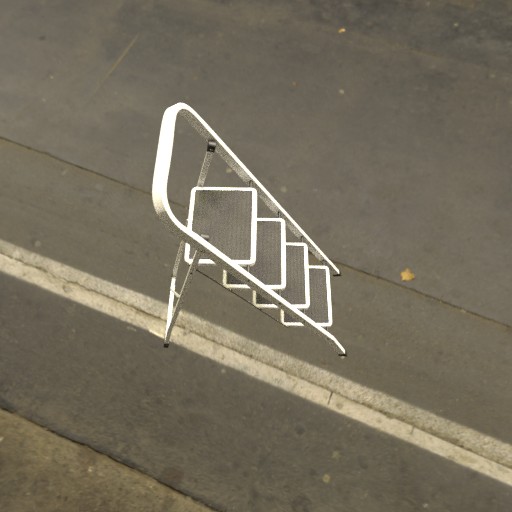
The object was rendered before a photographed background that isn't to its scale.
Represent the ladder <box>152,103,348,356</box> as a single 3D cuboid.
[{"bbox_3d":[0.000,0.000,1.736,0.914,1.265,0.460,1,63,0],"label":"ladder"}]
